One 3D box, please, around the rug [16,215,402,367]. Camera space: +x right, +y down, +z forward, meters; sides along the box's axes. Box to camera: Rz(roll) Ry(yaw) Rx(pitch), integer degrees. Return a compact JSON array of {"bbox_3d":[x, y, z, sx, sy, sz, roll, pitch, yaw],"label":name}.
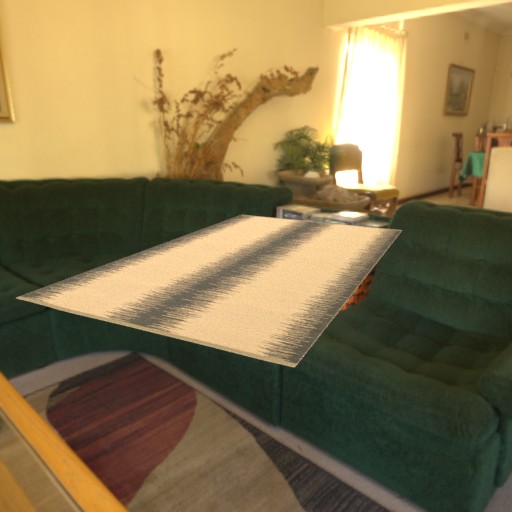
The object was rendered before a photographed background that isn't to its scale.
[{"bbox_3d":[0.000,0.000,2.977,1.519,0.003,2.453,8,18,25],"label":"rug"}]
